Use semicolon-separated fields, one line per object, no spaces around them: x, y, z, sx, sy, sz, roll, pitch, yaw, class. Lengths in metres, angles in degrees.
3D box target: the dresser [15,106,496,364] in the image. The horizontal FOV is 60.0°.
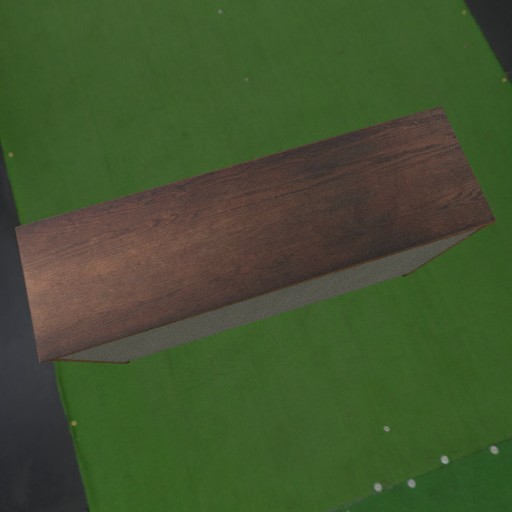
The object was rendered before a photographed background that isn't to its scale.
0.000;0.000;1.896;1.551;0.856;0.463;-17;76;-4;dresser
